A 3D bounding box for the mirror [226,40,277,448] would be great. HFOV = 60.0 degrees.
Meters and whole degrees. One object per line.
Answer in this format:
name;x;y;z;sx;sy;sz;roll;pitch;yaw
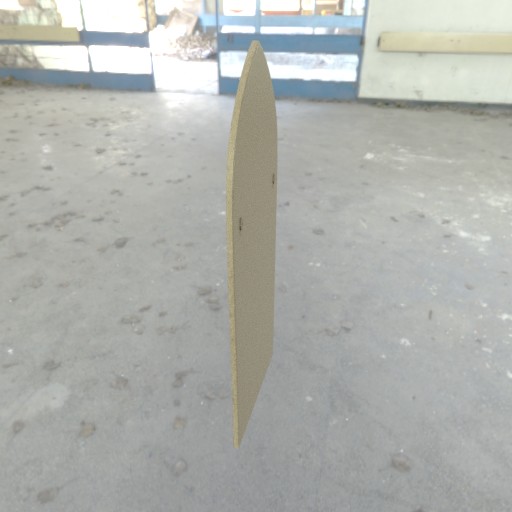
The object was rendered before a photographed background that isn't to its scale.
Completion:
mirror;0.000;0.000;1.341;0.025;1.175;0.464;8;30;14
